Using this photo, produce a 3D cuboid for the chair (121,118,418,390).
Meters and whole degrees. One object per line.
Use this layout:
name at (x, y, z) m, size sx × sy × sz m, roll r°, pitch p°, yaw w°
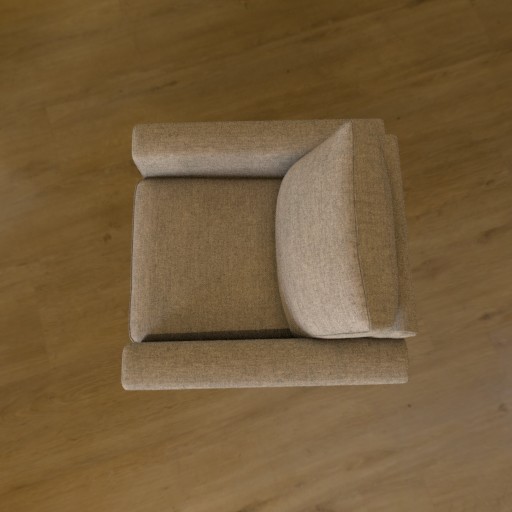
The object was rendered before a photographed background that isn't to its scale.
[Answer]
chair at (0.000, 0.000, 1.830) m, size 1.038 × 1.010 × 1.024 m, roll -1°, pitch 76°, yaw 0°
